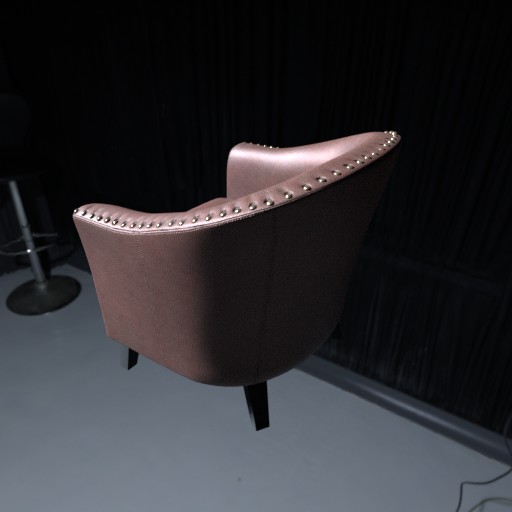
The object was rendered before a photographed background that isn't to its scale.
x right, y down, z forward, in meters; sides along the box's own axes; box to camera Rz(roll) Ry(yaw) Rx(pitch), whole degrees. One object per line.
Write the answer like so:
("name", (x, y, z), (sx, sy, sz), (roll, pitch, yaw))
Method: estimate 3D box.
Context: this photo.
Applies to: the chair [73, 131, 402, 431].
("chair", (0.000, 0.000, 1.423), (0.748, 0.823, 0.794), (20, 36, 30))
